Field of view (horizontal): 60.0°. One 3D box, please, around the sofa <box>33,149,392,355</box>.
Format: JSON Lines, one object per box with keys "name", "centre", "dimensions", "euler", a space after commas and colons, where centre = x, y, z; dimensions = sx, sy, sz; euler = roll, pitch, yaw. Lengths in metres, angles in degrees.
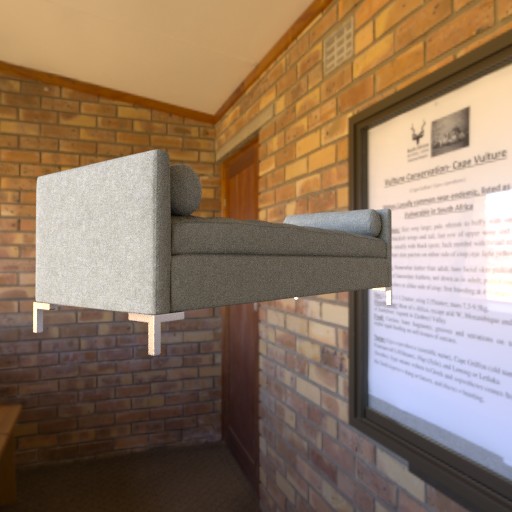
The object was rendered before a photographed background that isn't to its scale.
{"name": "sofa", "centre": [0.000, 0.000, 2.459], "dimensions": [0.797, 0.657, 2.102], "euler": [-1, -1, 37]}
